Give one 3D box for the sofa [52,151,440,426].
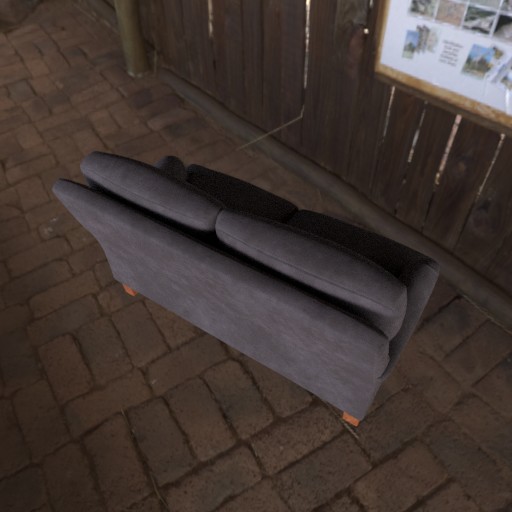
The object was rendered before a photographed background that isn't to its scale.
[{"bbox_3d":[0.000,0.000,2.523,1.853,1.101,1.084,25,51,23],"label":"sofa"}]
